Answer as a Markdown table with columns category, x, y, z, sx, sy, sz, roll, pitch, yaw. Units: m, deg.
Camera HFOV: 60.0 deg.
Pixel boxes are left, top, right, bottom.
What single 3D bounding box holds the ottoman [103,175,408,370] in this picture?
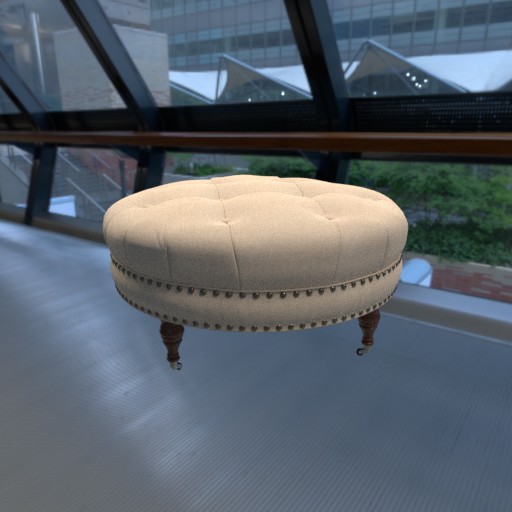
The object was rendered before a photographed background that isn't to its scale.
| category | x | y | z | sx | sy | sz | roll | pitch | yaw |
| --- | --- | --- | --- | --- | --- | --- | --- | --- | --- |
| ottoman | 0.000 | 0.000 | 1.464 | 0.940 | 0.483 | 0.940 | 0 | 17 | 0 |
